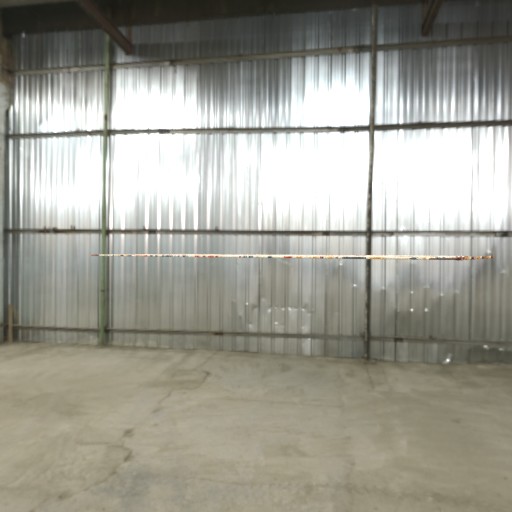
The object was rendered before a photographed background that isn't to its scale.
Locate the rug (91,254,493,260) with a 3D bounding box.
[{"bbox_3d":[0.000,0.000,2.927,2.682,0.015,0.763,0,1,38],"label":"rug"}]
